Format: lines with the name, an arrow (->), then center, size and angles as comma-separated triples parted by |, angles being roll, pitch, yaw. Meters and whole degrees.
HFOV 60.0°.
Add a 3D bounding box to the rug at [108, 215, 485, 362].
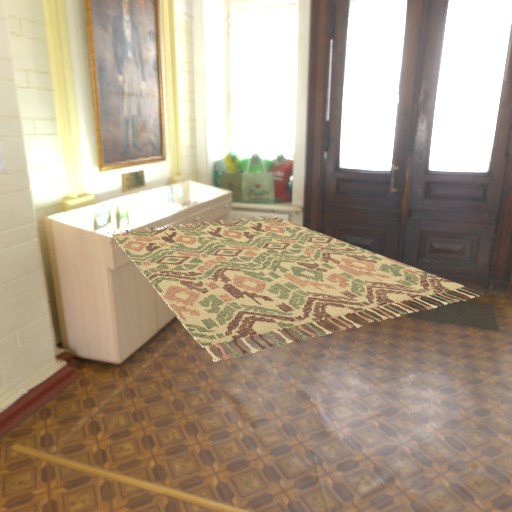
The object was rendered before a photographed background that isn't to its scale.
rug -> 0.000, 0.000, 2.322 | 1.219, 0.010, 1.829 | -8, 18, -26
